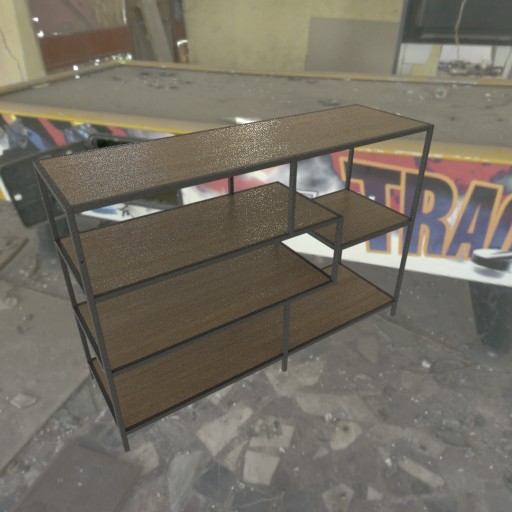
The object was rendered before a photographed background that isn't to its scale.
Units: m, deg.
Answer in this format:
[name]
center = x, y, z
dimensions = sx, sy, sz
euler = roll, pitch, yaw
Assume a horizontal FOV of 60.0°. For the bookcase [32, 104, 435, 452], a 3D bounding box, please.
[bookcase]
center = 0.000, 0.000, 1.477
dimensions = 1.140, 0.780, 0.350
euler = -19, 36, -28
